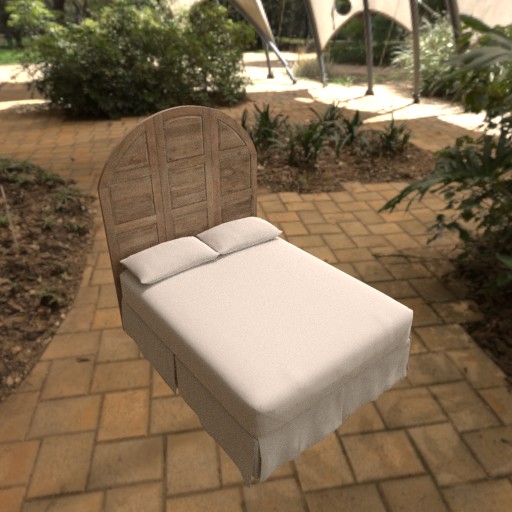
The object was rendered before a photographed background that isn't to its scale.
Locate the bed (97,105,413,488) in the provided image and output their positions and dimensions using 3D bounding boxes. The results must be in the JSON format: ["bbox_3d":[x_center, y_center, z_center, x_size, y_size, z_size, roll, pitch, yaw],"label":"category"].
[{"bbox_3d":[0.000,0.000,3.530,1.713,2.002,2.112,-21,35,-33],"label":"bed"}]
